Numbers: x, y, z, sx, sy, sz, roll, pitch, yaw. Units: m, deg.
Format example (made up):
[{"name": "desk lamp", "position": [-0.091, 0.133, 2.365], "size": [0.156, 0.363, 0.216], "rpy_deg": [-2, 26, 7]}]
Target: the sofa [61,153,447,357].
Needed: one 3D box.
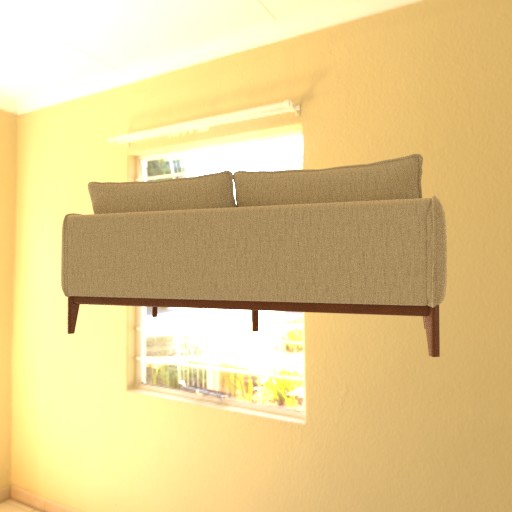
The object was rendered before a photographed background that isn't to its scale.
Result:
[{"name": "sofa", "position": [0.000, 0.000, 2.556], "size": [1.989, 0.860, 0.991], "rpy_deg": [0, -1, 20]}]
